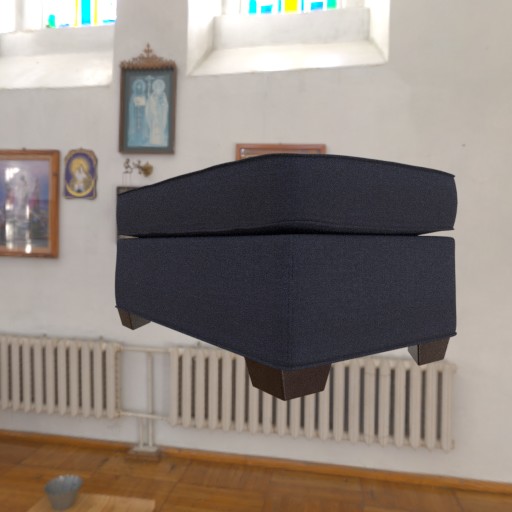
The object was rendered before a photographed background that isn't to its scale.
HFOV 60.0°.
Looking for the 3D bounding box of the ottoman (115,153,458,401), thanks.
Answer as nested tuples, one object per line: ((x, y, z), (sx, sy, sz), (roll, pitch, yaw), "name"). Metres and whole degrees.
((0.000, 0.000, 1.189), (0.505, 0.453, 0.895), (-1, 2, -35), "ottoman")
